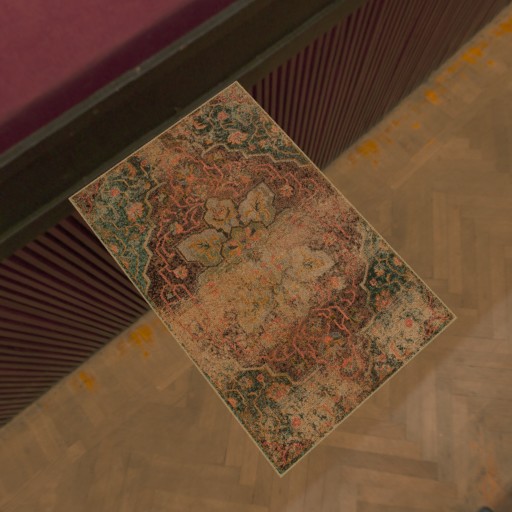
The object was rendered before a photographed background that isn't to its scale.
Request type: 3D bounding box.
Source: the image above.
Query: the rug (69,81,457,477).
[{"bbox_3d":[0.000,0.000,3.032,1.566,0.004,2.363,-37,78,-9],"label":"rug"}]
